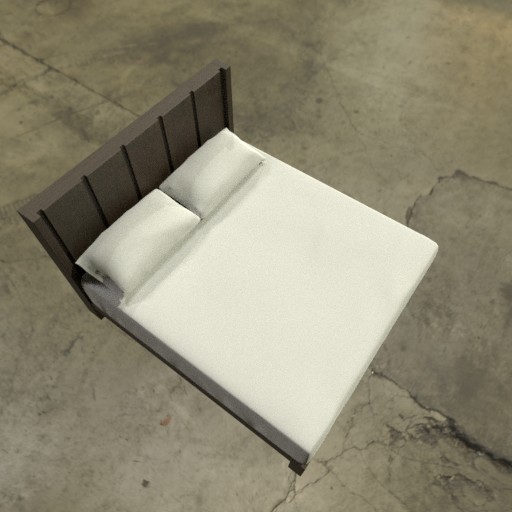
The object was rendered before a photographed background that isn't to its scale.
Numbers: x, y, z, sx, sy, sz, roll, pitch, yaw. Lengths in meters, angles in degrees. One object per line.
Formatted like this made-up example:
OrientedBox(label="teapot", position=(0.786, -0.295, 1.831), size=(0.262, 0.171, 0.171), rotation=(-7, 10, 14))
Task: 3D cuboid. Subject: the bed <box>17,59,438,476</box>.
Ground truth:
OrientedBox(label="bed", position=(0.000, 0.000, 3.025), size=(1.992, 1.261, 1.735), rotation=(32, 63, 19))
